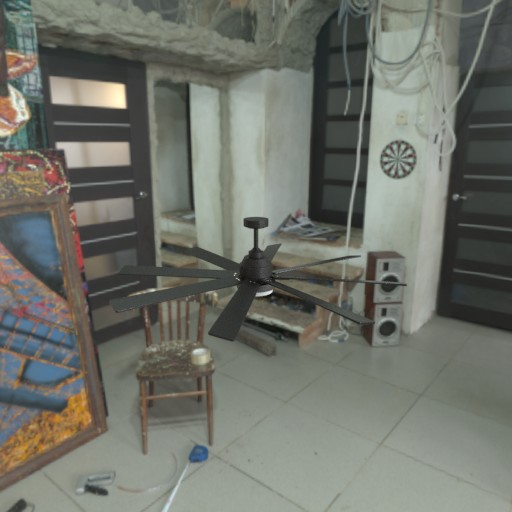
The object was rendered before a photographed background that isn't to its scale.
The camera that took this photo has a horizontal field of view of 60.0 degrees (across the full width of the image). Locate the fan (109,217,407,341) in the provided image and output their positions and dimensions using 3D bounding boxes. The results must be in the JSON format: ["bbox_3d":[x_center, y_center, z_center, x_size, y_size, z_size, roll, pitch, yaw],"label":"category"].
[{"bbox_3d":[0.000,0.000,2.781,1.830,0.472,1.830,2,15,9],"label":"fan"}]
